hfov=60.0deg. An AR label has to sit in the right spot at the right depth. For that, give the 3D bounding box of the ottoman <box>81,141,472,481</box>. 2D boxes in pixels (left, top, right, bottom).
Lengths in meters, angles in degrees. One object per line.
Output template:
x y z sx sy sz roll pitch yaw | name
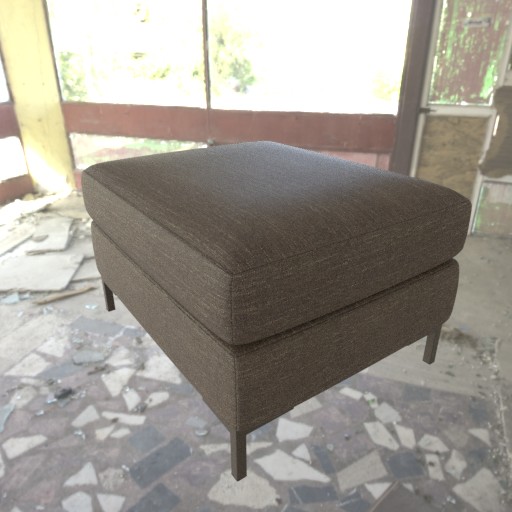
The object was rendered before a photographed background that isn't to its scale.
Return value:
0.000 0.000 1.186 0.671 0.490 0.820 -17 30 -32 | ottoman
